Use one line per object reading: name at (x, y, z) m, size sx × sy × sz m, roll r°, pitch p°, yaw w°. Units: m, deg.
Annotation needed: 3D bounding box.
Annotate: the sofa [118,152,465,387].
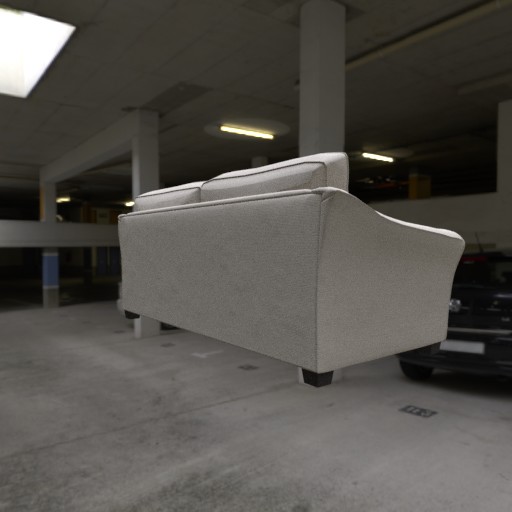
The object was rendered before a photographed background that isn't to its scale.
sofa at (0.000, 0.000, 2.796) m, size 0.980 × 0.965 × 2.270 m, roll -1°, pitch 2°, yaw -37°
